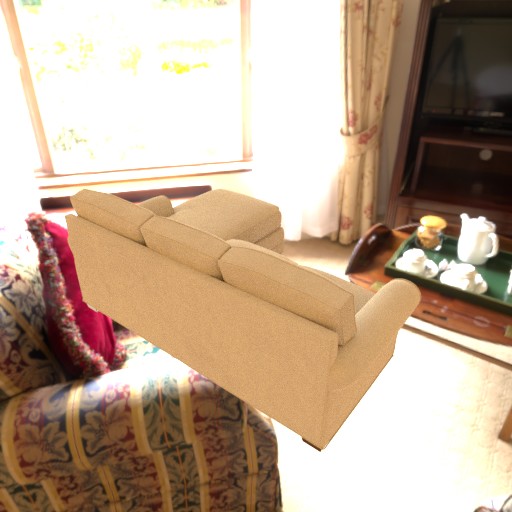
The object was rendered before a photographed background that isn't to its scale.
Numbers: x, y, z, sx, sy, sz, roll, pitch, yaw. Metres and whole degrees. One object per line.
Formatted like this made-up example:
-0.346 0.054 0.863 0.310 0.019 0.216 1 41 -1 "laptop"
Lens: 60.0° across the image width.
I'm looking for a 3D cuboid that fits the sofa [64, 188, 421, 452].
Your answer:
0.000 0.000 2.436 1.770 0.734 1.226 21 36 32 "sofa"
